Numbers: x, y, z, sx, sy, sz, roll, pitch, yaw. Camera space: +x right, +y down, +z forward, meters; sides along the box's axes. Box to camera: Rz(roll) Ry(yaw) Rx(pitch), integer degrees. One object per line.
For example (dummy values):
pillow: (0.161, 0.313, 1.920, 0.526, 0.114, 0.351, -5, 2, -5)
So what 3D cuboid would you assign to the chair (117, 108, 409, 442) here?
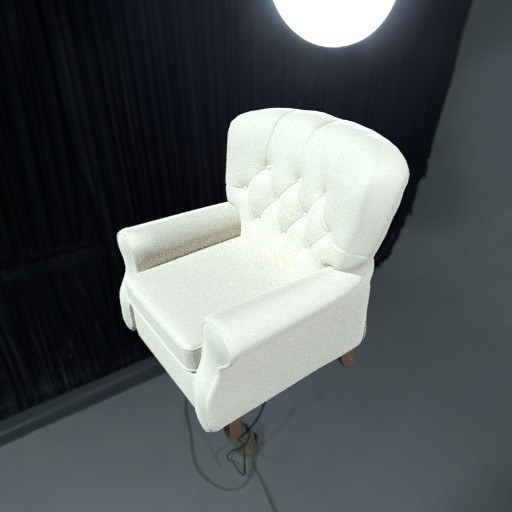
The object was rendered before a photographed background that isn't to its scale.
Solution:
chair: (0.000, 0.000, 2.111, 1.132, 1.169, 1.035, -21, 38, -30)
